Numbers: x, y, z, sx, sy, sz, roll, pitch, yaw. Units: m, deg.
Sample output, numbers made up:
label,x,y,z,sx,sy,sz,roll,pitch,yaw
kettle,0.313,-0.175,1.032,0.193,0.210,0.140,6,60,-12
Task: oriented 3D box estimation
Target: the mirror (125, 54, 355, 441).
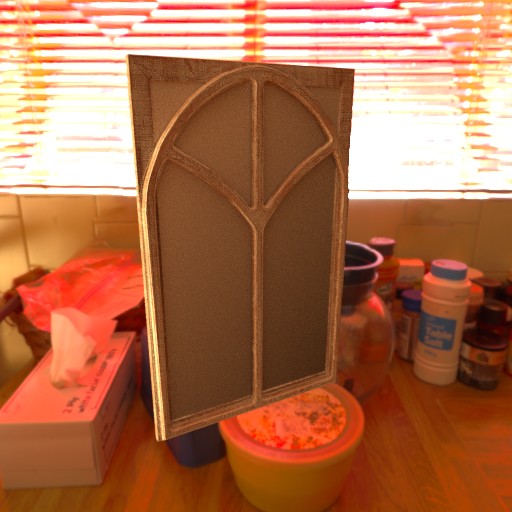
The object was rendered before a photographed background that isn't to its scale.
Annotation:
label,x,y,z,sx,sy,sz,roll,pitch,yaw
mirror,0.000,0.000,0.976,0.495,0.787,0.058,-9,20,-27
